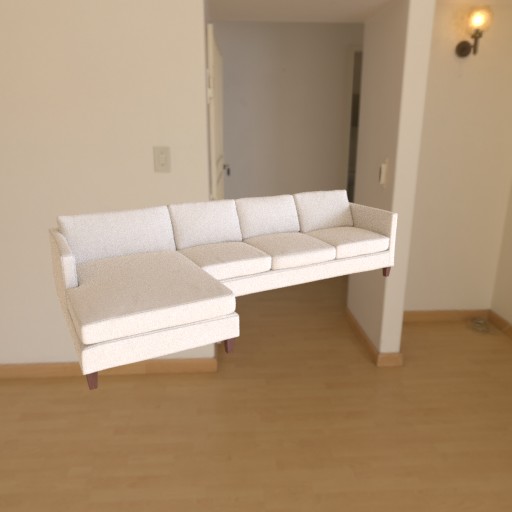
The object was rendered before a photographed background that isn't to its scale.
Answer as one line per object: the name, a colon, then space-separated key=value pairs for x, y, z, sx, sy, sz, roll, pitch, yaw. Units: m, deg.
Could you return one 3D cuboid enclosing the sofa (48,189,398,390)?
sofa: x=0.000 y=0.000 z=3.910 sx=3.186 sy=0.846 sz=1.625 roll=-9 pitch=19 yaw=-28
